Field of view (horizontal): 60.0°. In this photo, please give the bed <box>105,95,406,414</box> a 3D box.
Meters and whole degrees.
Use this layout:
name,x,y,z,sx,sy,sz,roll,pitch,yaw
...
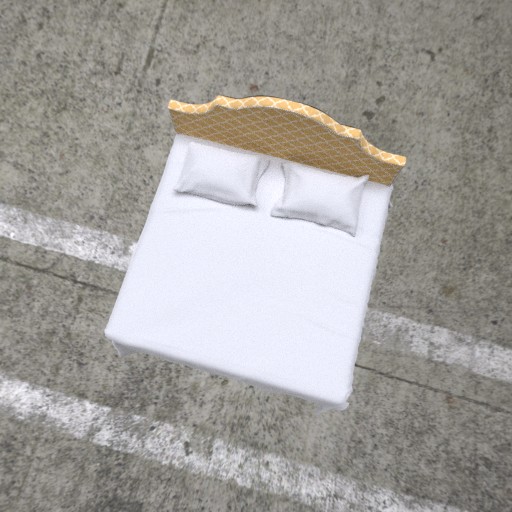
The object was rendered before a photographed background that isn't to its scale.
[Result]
name,x,y,z,sx,sy,sz,roll,pitch,yaw
bed,0.000,0.000,3.718,2.314,1.601,2.222,15,75,4
